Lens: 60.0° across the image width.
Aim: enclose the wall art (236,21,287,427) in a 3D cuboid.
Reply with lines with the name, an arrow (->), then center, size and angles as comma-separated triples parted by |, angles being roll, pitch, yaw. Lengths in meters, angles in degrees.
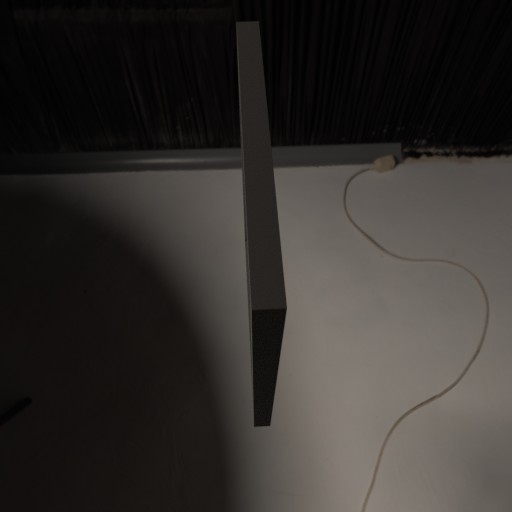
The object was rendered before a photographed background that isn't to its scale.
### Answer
wall art -> 0.000, 0.000, 0.551 | 0.024, 0.404, 0.329 | -3, 59, -2
